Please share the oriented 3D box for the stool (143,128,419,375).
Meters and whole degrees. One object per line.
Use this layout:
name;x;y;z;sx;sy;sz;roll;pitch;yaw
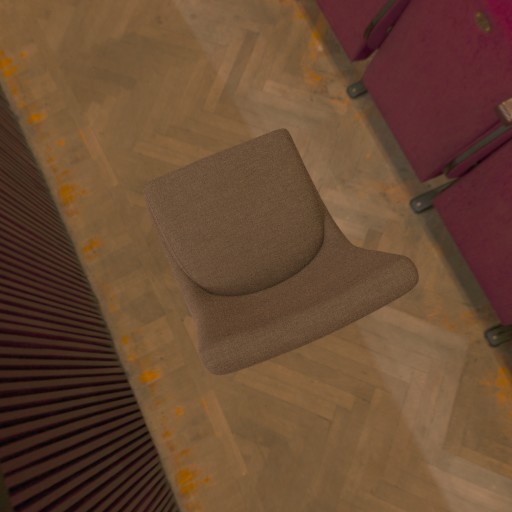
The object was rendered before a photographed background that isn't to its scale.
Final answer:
stool;0.000;0.000;1.287;0.470;0.981;0.577;-23;77;-6
